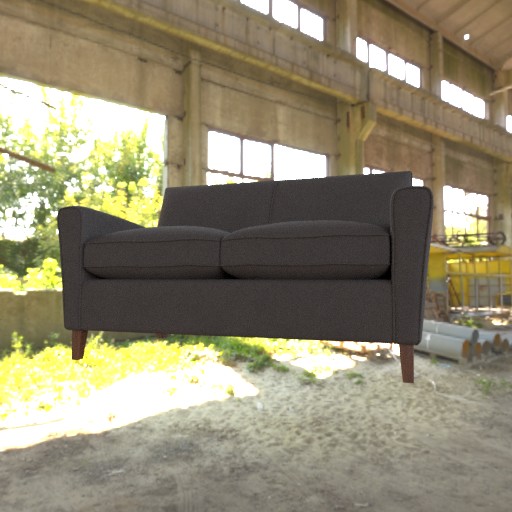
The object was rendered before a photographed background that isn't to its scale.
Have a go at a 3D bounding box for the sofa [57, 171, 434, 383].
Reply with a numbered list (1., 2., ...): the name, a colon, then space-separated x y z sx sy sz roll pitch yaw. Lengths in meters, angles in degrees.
1. sofa: 0.000 0.000 1.971 1.420 0.846 0.871 -1 -3 18
